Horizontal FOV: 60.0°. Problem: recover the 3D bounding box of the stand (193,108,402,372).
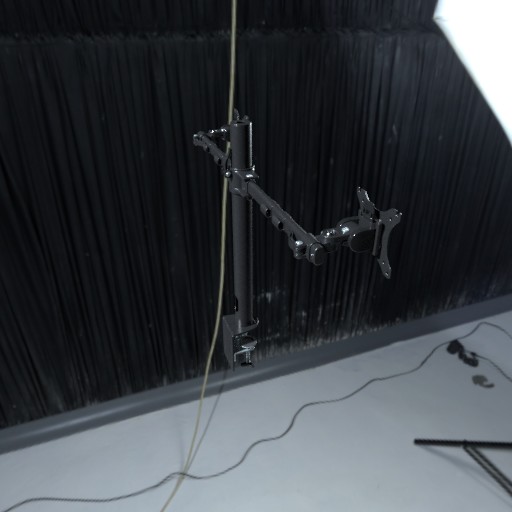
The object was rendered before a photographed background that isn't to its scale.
[{"bbox_3d":[0.000,0.000,1.009,0.150,0.603,0.743,-10,31,-18],"label":"stand"}]
